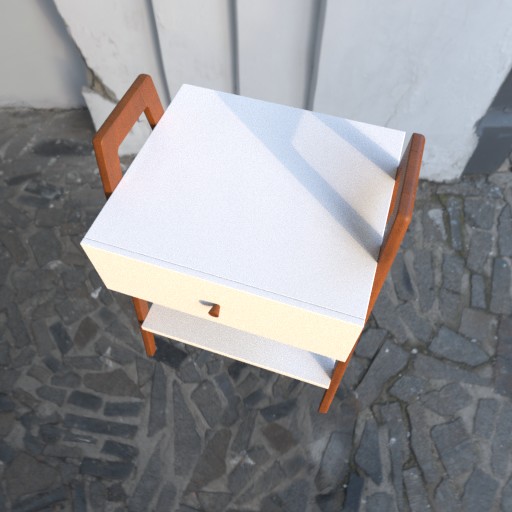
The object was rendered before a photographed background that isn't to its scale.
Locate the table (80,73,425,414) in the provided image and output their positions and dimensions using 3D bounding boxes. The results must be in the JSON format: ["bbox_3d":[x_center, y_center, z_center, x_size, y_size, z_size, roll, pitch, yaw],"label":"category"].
[{"bbox_3d":[0.000,0.000,0.884,0.457,0.610,0.405,16,59,9],"label":"table"}]
